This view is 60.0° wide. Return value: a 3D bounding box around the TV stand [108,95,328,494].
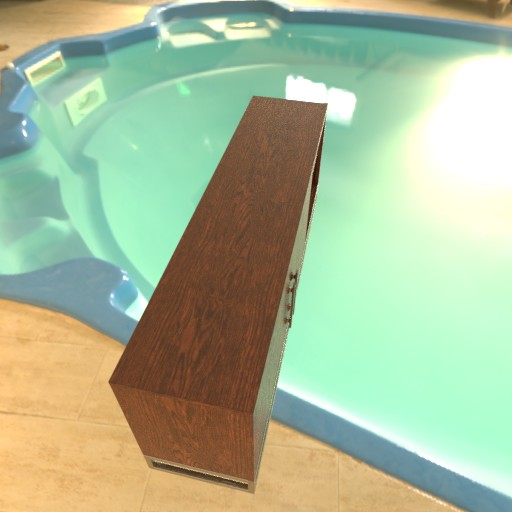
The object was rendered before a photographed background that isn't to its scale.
[{"bbox_3d":[0.000,0.000,1.770,0.382,0.578,1.541,9,46,9],"label":"TV stand"}]
